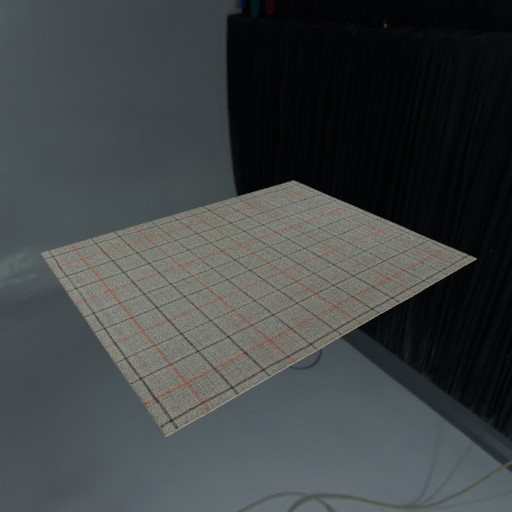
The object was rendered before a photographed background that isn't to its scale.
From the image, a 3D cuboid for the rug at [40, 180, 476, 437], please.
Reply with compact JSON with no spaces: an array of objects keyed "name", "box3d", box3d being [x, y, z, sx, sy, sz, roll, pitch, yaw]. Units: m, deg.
[{"name":"rug","box3d":[0.000,0.000,3.963,3.048,0.012,2.444,-21,36,-32]}]
